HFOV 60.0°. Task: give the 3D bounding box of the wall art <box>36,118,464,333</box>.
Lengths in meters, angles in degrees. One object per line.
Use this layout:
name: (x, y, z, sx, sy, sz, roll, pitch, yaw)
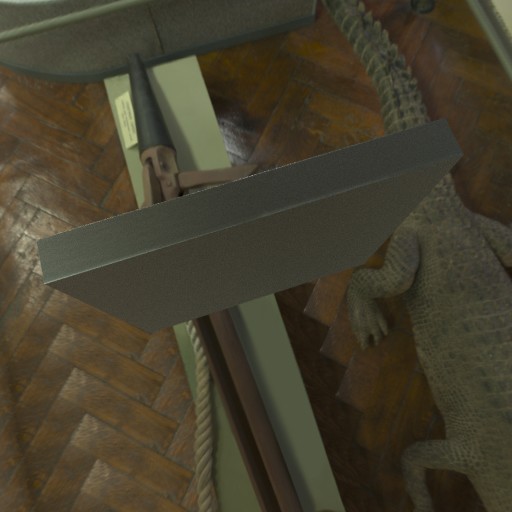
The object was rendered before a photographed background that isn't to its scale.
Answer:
wall art: (0.000, 0.000, 0.524, 0.350, 0.350, 0.038, -18, 75, -5)
